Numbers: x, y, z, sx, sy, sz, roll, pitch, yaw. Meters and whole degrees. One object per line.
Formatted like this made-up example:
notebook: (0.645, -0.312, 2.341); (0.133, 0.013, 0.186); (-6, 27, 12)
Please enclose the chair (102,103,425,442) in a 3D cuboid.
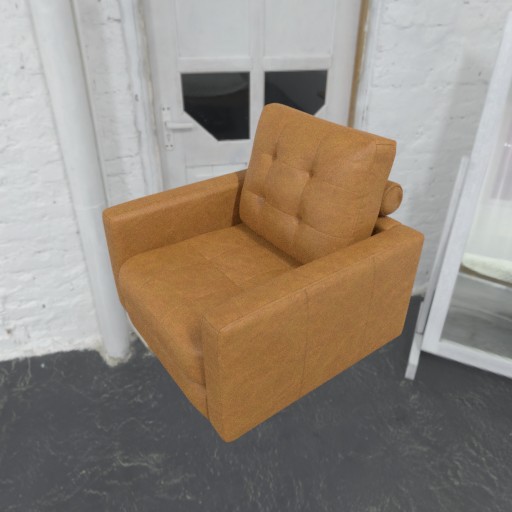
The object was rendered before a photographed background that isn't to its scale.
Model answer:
chair: (0.000, 0.000, 1.588); (0.868, 0.896, 0.831); (-22, 38, -30)
